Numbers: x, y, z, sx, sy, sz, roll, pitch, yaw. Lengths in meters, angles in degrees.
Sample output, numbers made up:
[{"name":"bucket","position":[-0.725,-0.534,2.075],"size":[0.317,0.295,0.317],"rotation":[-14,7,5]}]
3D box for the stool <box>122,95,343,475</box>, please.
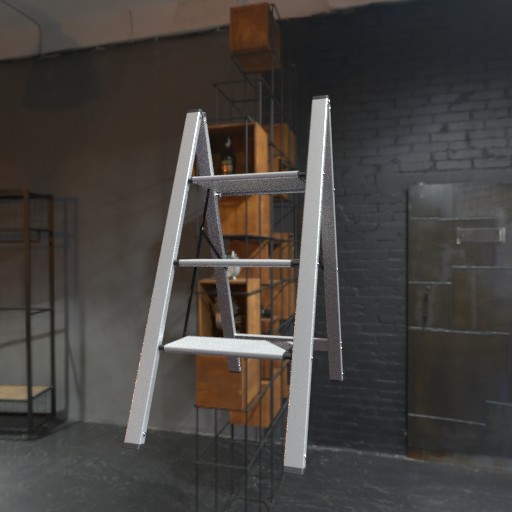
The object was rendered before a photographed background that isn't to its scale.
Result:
[{"name":"stool","position":[0.000,0.000,1.327],"size":[0.441,0.902,0.730],"rotation":[0,0,18]}]
